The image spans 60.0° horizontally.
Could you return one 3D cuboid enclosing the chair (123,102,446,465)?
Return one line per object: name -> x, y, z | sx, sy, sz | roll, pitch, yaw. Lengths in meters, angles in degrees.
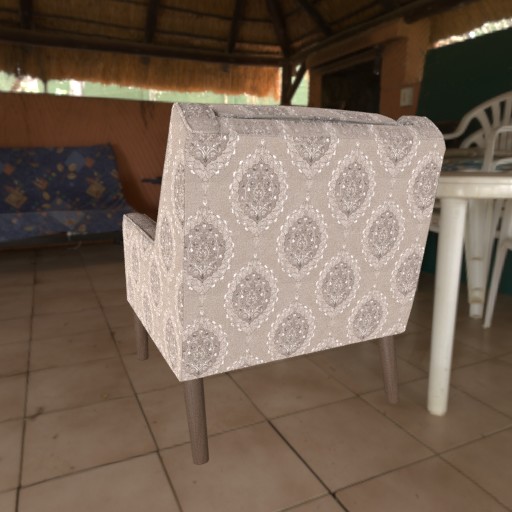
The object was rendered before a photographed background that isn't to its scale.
chair -> 0.000, 0.000, 1.311 | 0.665, 0.797, 0.750 | -6, 13, -26
